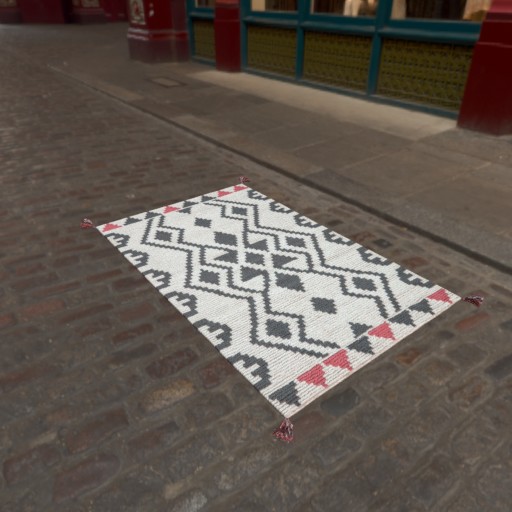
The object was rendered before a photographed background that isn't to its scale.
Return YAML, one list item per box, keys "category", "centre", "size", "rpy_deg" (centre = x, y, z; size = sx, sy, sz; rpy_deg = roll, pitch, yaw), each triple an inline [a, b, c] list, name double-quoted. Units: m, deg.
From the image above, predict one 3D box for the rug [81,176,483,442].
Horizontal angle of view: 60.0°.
- category: "rug"
  centre: [0.000, 0.000, 3.303]
  size: [1.741, 0.066, 2.672]
  rpy_deg: [-22, 38, -31]
